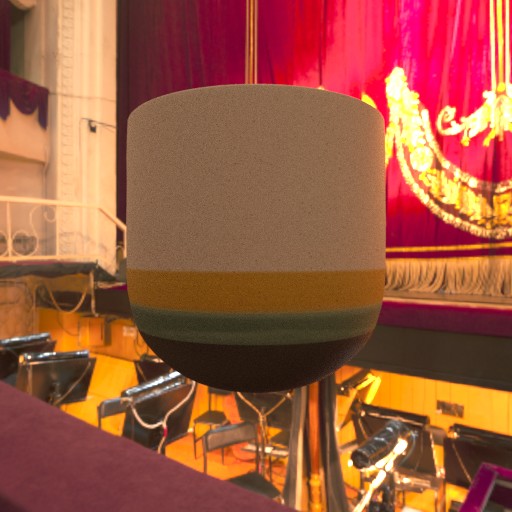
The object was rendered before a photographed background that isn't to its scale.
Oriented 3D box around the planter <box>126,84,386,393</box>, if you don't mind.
[{"bbox_3d":[0.000,0.000,0.478,0.268,0.270,0.268,0,0,0],"label":"planter"}]
